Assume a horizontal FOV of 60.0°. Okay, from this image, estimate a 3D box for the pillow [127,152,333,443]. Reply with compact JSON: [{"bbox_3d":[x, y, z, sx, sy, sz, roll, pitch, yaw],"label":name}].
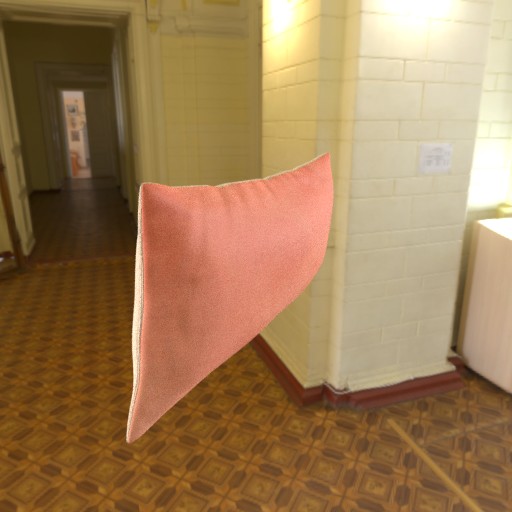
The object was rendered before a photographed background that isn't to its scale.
[{"bbox_3d":[0.000,0.000,0.732,0.155,0.307,0.608,8,18,25],"label":"pillow"}]
